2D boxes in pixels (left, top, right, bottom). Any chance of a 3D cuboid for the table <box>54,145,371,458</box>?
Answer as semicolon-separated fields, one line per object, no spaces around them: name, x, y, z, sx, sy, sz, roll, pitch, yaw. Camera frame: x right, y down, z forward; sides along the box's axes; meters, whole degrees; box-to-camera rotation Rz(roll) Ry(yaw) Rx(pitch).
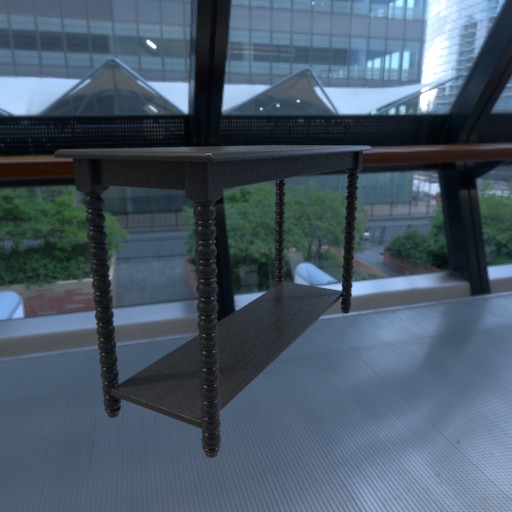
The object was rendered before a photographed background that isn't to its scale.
table;0.000;0.000;1.543;0.459;0.735;1.184;8;17;28
